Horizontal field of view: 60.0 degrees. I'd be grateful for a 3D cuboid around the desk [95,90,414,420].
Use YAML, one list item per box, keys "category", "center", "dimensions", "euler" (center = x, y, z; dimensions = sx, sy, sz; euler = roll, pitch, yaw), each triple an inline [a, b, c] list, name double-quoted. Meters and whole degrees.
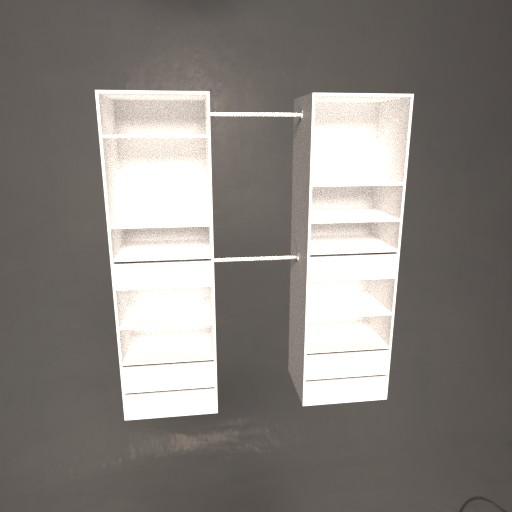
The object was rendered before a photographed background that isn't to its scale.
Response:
- category: "desk"
  center: [0.000, 0.000, 2.932]
  dimensions: [1.770, 2.000, 0.480]
  euler: [-2, 15, -7]
